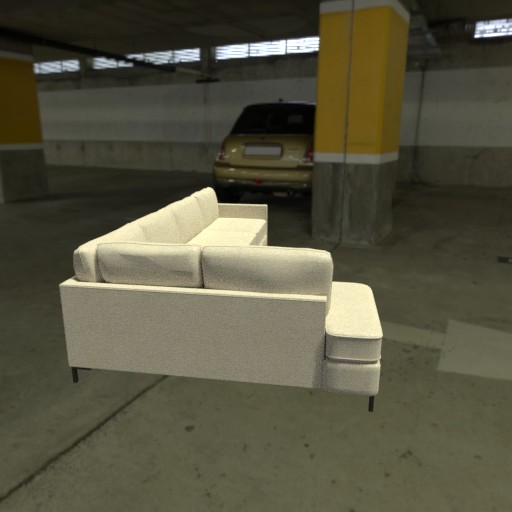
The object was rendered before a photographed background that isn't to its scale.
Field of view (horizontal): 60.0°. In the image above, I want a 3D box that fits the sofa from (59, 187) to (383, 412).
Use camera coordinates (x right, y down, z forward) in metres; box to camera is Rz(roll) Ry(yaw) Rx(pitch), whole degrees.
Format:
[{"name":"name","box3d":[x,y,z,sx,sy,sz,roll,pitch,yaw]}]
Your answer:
[{"name":"sofa","box3d":[0.000,0.000,4.326,2.048,0.996,3.384,3,16,9]}]
